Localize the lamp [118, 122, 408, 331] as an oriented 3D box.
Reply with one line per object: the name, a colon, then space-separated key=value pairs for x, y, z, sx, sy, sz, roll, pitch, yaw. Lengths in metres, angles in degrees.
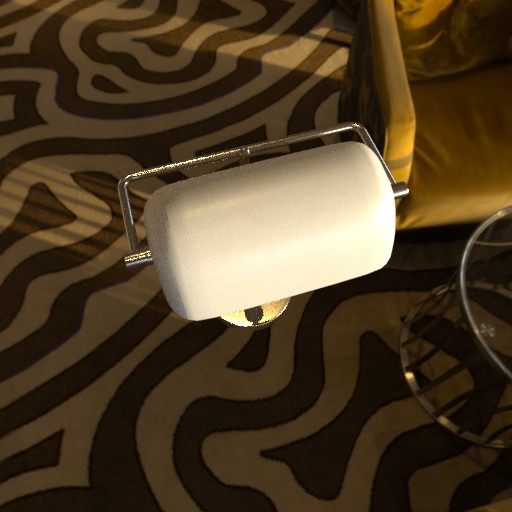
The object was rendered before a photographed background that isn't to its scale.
lamp: x=0.000 y=0.000 z=0.565 sx=0.269 sy=0.404 sz=0.227 roll=-15 pitch=63 yaw=-8
